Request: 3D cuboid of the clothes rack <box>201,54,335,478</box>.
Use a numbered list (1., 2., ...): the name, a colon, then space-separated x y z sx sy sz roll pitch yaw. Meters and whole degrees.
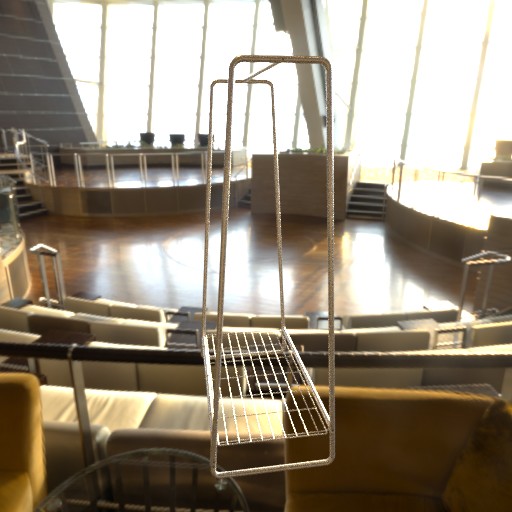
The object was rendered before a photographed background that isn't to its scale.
1. clothes rack: 0.000 0.000 1.931 0.495 1.500 0.900 -3 18 -9
